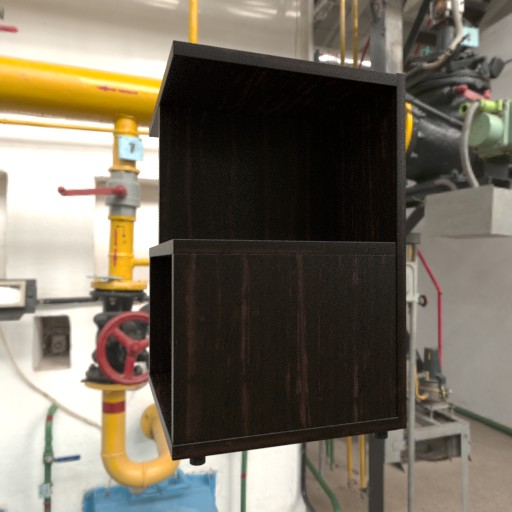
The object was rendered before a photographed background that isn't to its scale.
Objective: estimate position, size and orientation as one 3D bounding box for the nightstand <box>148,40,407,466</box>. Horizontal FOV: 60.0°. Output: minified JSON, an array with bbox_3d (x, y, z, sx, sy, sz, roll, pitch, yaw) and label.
[{"bbox_3d":[0.000,0.000,0.816,0.356,0.559,0.400,0,-1,-18],"label":"nightstand"}]
